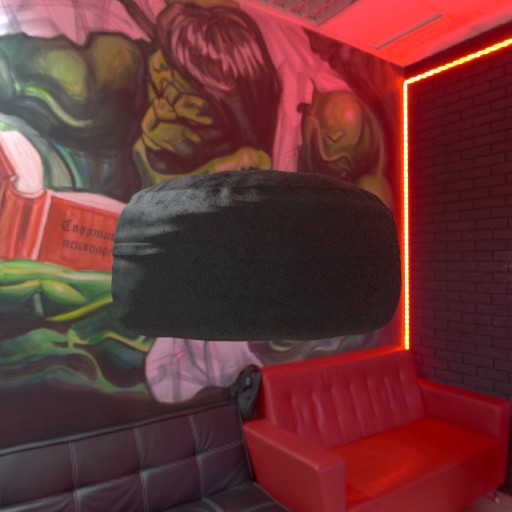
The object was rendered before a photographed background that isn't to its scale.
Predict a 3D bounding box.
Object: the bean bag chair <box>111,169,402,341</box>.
[{"bbox_3d":[0.000,0.000,2.433,1.525,0.751,1.525,0,-1,0],"label":"bean bag chair"}]
